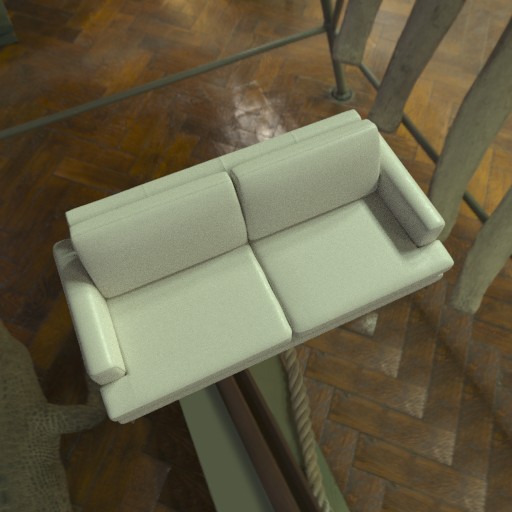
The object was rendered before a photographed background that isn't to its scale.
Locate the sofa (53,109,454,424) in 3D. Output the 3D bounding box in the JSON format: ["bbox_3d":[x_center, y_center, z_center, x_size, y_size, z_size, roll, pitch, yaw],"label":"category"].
[{"bbox_3d":[0.000,0.000,2.391,1.940,0.765,0.974,-22,66,-10],"label":"sofa"}]
